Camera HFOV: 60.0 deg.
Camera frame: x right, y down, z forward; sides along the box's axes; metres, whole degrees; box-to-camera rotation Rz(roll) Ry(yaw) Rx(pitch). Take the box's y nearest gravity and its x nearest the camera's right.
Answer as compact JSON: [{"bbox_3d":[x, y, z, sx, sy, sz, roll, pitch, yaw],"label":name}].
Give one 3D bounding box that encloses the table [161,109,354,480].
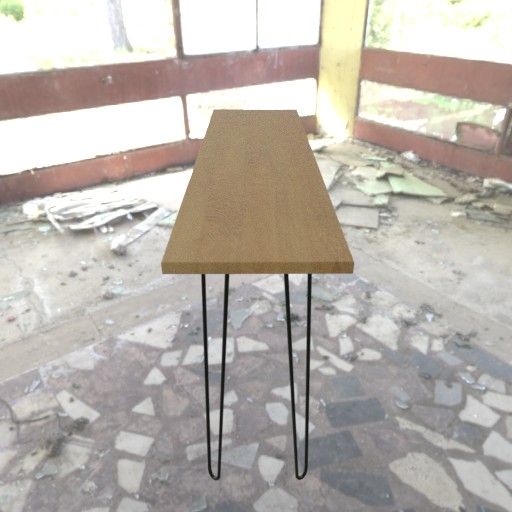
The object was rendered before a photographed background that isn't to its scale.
[{"bbox_3d":[0.000,0.000,1.717,0.399,0.799,1.400,0,31,0],"label":"table"}]
